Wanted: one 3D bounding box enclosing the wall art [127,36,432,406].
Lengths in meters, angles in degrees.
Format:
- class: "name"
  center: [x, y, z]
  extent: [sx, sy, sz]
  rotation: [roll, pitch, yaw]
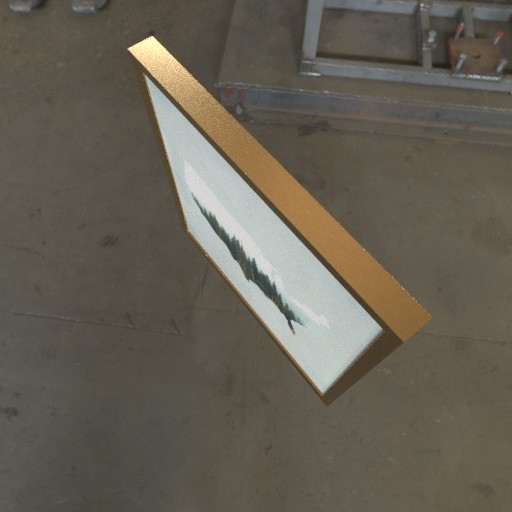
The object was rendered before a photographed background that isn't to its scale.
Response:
- class: "wall art"
  center: [0.000, 0.000, 0.745]
  extent: [0.040, 0.509, 0.509]
  rotation: [-35, 70, -15]
